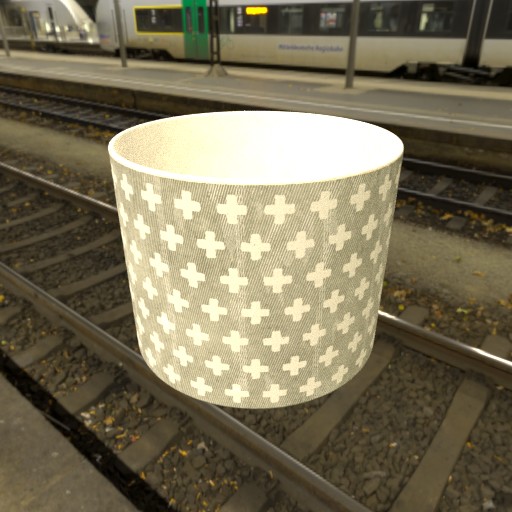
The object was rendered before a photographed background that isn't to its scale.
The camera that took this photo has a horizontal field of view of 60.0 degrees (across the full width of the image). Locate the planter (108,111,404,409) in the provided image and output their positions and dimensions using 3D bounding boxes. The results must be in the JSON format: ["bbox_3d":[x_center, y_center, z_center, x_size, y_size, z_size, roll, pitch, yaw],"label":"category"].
[{"bbox_3d":[0.000,0.000,0.446,0.250,0.239,0.250,0,28,0],"label":"planter"}]
